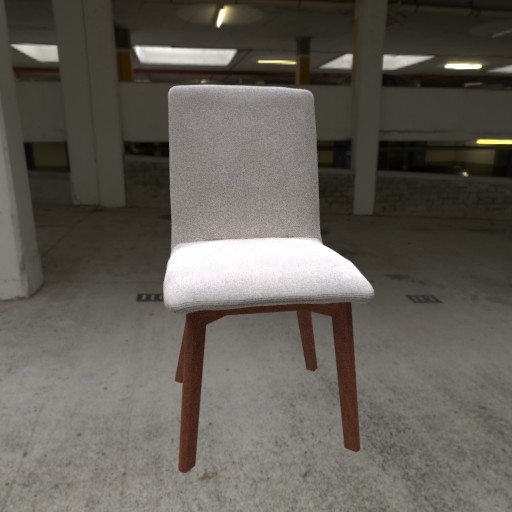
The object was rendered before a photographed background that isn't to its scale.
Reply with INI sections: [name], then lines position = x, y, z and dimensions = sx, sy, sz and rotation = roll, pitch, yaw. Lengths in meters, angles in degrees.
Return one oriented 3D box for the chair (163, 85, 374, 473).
[chair]
position = 0.000, 0.000, 1.287
dimensions = 0.522, 0.974, 0.563
rotation = -3, 16, -9
